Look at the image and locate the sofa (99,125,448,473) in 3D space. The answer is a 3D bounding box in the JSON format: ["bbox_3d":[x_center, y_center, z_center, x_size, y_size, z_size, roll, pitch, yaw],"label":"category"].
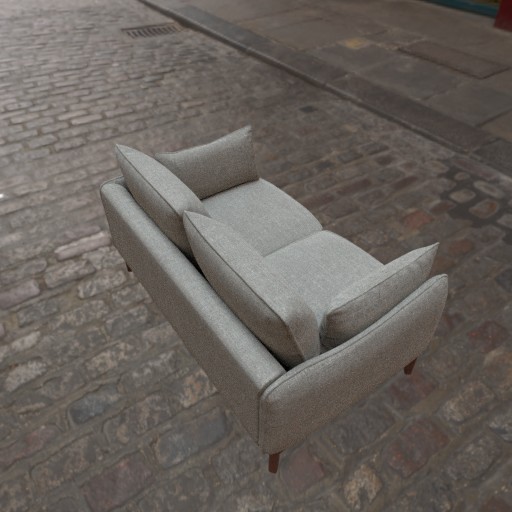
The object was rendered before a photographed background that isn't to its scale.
[{"bbox_3d":[0.000,0.000,2.164,0.972,0.851,1.580,-25,47,-26],"label":"sofa"}]
